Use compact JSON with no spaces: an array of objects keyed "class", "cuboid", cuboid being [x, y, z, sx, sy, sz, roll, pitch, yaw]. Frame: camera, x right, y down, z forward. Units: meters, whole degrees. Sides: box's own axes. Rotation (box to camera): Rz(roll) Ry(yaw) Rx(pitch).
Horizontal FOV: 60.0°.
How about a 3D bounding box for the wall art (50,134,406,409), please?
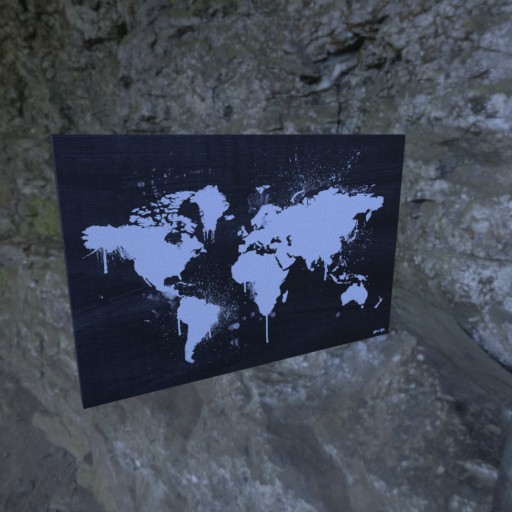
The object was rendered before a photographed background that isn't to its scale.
[{"class":"wall art","cuboid":[0.000,0.000,0.773,0.610,0.409,0.038,-7,17,-25]}]
